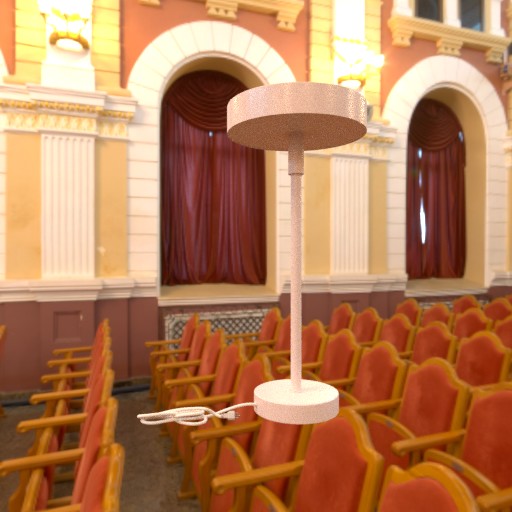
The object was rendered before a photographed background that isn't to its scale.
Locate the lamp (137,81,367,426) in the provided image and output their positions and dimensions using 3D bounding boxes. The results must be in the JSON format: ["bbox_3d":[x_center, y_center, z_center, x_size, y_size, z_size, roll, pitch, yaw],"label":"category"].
[{"bbox_3d":[0.000,0.000,0.714,0.369,0.508,0.229,0,0,-19],"label":"lamp"}]
